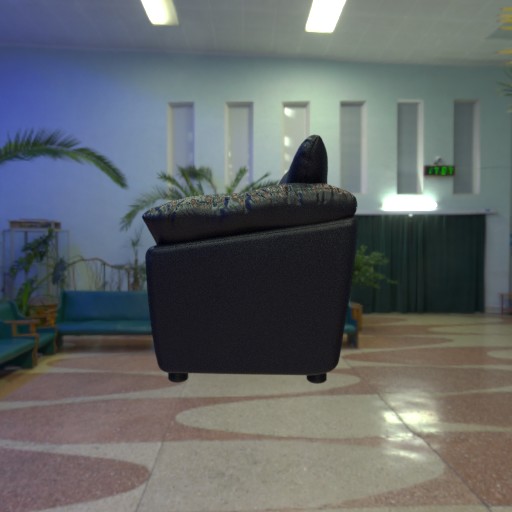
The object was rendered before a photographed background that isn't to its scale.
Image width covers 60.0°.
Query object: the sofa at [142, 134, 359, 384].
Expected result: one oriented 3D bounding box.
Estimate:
[{"bbox_3d":[0.000,0.000,2.903,0.880,1.073,2.336,0,1,1],"label":"sofa"}]
